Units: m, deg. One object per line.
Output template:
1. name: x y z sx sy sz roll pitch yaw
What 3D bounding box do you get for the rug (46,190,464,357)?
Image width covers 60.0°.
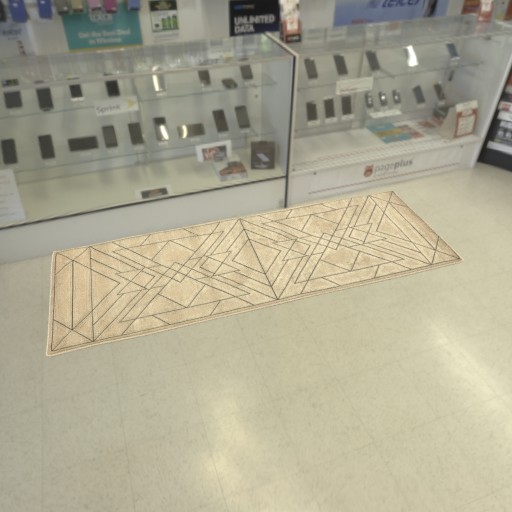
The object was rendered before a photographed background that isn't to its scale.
1. rug: 0.000 0.000 2.705 2.381 0.036 0.831 -11 42 -13
